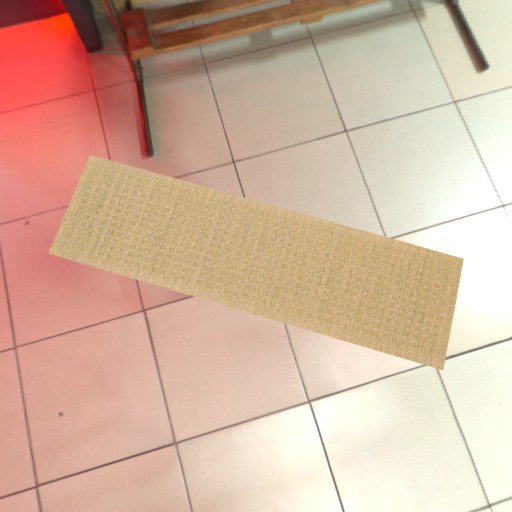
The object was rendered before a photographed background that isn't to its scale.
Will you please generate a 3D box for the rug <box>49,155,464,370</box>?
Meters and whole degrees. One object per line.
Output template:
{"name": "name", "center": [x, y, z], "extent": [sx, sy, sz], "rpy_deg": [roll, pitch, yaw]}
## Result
{"name": "rug", "center": [0.000, 0.000, 2.701], "extent": [2.437, 0.006, 0.686], "rpy_deg": [16, 77, 4]}
